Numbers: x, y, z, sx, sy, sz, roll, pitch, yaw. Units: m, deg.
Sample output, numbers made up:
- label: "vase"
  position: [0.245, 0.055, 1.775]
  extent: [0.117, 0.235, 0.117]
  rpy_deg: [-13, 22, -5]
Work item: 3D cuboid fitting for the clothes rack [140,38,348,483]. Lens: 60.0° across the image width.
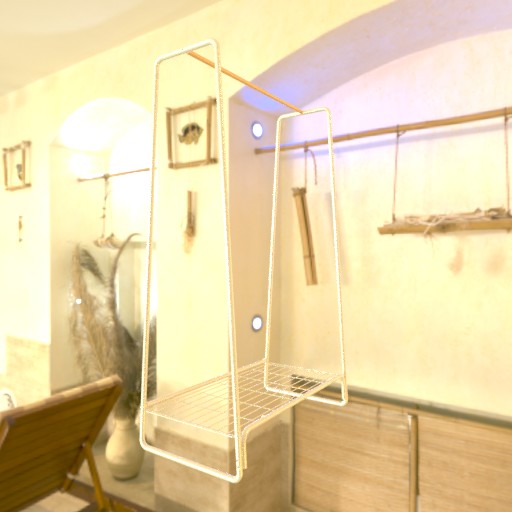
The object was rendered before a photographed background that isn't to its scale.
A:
- label: "clothes rack"
  position: [0.000, 0.000, 1.950]
  extent: [0.495, 1.500, 0.900]
  rpy_deg: [1, 1, 34]
